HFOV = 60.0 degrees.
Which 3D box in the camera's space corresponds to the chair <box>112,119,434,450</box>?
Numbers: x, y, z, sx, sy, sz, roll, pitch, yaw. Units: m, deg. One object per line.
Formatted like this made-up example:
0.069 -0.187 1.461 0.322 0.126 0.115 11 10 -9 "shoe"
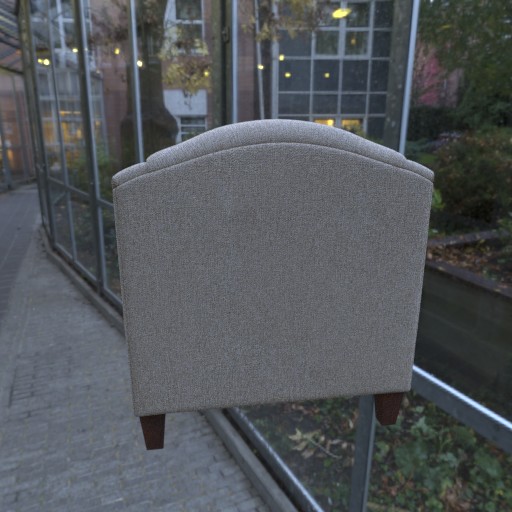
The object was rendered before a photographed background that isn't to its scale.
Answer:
0.000 0.000 1.449 0.763 0.839 0.787 -2 16 -9 "chair"
